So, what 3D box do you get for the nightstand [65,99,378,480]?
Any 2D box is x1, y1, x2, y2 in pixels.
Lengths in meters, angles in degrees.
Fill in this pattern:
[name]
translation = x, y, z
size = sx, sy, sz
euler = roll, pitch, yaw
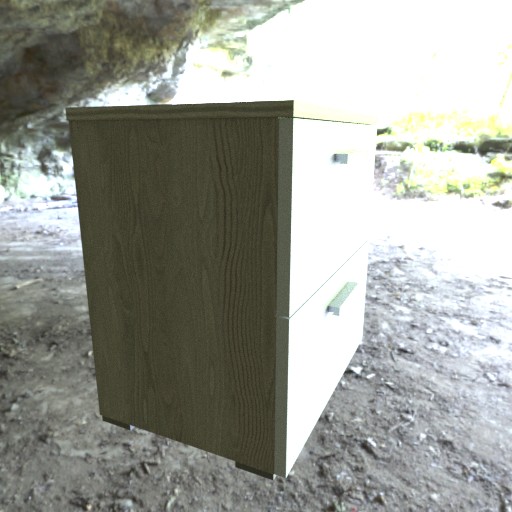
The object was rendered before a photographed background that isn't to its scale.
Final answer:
[nightstand]
translation = 0.000, 0.000, 0.747
size = 0.325, 0.461, 0.442
euler = 7, 17, 24
